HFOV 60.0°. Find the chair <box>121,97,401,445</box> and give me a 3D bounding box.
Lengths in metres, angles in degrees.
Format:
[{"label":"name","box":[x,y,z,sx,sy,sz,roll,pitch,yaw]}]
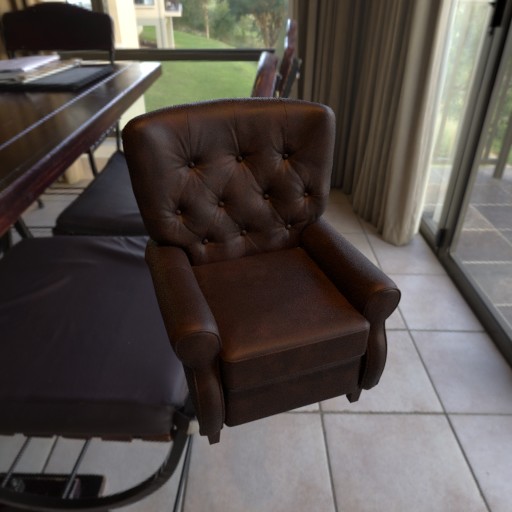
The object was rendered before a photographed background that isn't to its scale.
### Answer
[{"label":"chair","box":[0.000,0.000,1.933,0.948,1.158,1.058,-10,33,-16]}]
